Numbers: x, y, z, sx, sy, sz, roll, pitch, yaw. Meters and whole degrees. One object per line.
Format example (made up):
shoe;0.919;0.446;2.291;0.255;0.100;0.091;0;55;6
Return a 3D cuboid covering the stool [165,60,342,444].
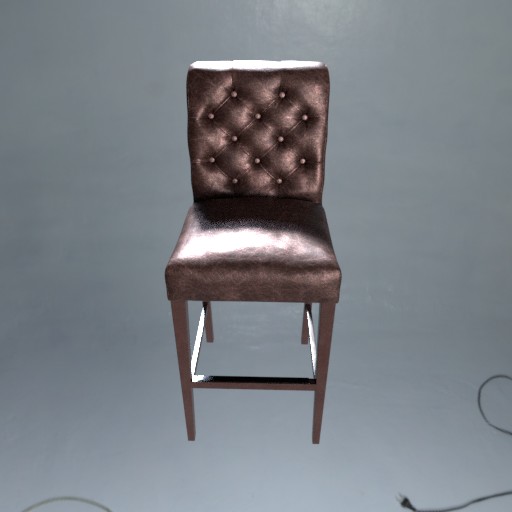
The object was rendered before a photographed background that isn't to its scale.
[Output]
stool;0.000;0.000;1.531;0.483;1.168;0.659;1;32;1
